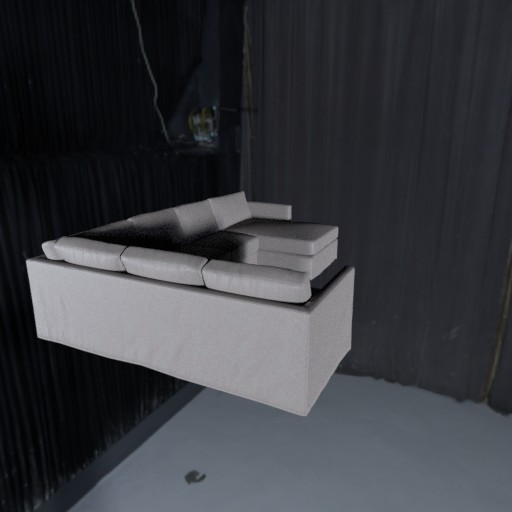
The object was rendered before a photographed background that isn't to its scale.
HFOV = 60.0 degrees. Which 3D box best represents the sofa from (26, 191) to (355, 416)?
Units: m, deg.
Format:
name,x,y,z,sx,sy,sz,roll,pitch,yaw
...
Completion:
name,x,y,z,sx,sy,sz,roll,pitch,yaw
sofa,0.000,0.000,4.583,2.427,0.882,3.460,8,18,25
